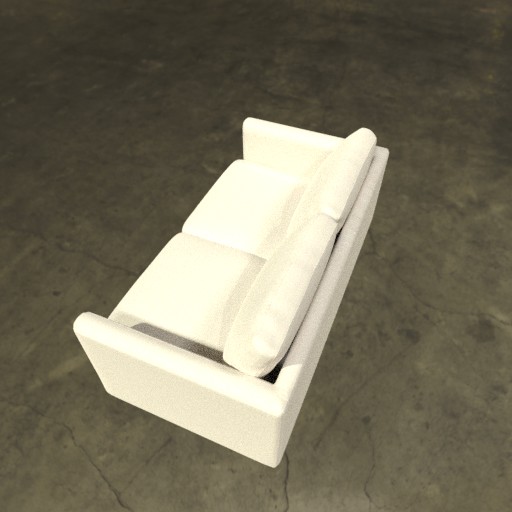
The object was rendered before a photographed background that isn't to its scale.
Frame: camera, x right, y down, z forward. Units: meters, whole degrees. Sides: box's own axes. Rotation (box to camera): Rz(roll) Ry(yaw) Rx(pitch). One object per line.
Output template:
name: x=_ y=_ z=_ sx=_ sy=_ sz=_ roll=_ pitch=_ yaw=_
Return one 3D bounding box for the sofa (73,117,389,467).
sofa: x=0.000 y=0.000 z=2.318 sx=0.940 sy=0.893 sz=1.713 roll=18 pitch=50 yaw=16
